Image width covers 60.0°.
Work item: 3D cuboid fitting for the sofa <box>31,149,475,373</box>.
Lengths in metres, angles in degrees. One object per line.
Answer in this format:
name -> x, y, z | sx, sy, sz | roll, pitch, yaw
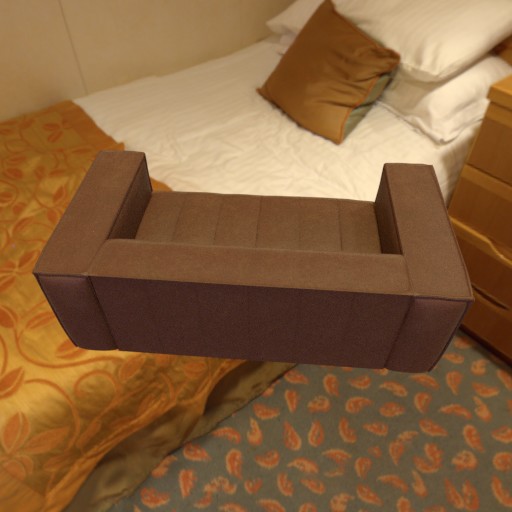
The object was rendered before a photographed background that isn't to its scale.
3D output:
sofa -> 0.000, 0.000, 2.607 | 2.088, 0.703, 1.102 | 3, 46, 3
